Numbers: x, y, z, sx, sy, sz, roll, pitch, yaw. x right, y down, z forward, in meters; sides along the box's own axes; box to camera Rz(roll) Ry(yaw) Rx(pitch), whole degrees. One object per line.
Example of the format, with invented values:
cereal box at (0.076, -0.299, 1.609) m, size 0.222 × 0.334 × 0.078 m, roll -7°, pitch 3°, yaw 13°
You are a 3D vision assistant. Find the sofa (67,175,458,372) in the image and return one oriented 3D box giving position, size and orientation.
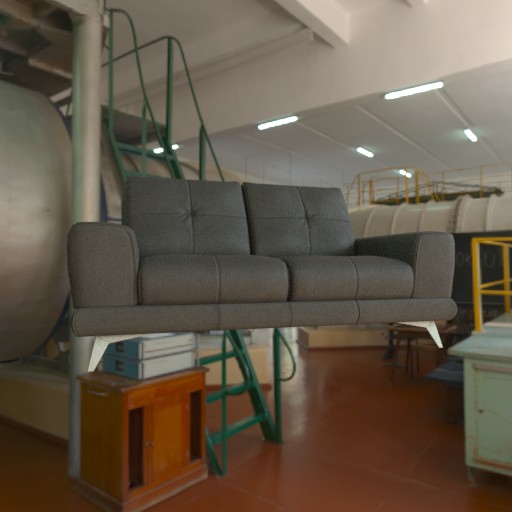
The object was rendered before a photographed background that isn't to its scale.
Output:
sofa at (0.000, 0.000, 2.374) m, size 1.806 × 0.907 × 1.018 m, roll 0°, pitch -1°, yaw -18°
